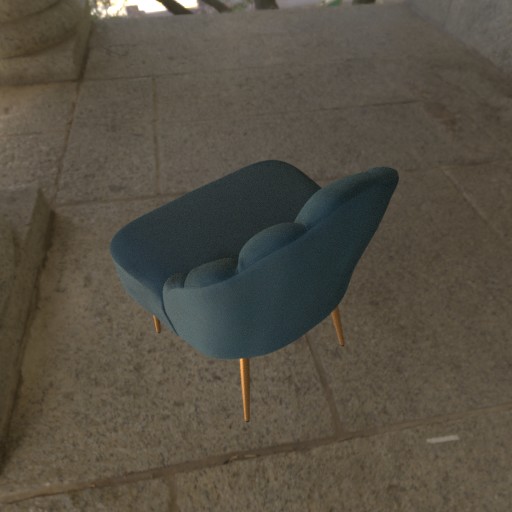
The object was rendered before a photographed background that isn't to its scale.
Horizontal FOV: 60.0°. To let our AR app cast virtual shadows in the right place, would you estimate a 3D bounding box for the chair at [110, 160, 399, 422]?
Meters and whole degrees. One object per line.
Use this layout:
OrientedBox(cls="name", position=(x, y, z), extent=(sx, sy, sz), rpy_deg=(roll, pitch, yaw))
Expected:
OrientedBox(cls="chair", position=(0.000, 0.000, 1.253), extent=(0.657, 0.819, 0.599), rpy_deg=(-31, 53, -26))
